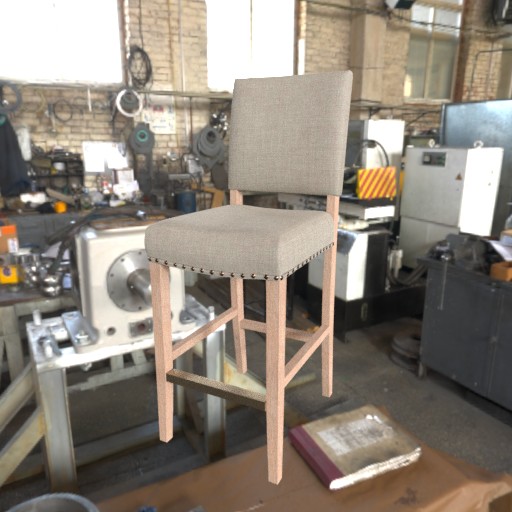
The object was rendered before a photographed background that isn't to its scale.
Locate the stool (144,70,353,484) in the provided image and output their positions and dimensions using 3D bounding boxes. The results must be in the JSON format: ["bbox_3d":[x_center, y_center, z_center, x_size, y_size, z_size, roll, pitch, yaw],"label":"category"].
[{"bbox_3d":[0.000,0.000,1.457,0.445,1.173,0.585,7,16,27],"label":"stool"}]
